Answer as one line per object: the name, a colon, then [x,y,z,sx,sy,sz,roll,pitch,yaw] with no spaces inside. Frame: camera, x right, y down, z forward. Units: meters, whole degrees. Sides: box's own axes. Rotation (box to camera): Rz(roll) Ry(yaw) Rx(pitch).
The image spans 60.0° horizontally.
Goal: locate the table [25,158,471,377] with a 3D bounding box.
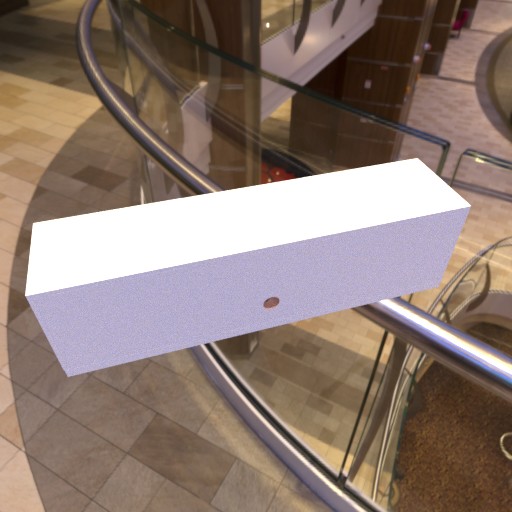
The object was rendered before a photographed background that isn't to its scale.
table: [0.000,0.000,1.769,1.550,0.440,0.400,-12,44,-12]
